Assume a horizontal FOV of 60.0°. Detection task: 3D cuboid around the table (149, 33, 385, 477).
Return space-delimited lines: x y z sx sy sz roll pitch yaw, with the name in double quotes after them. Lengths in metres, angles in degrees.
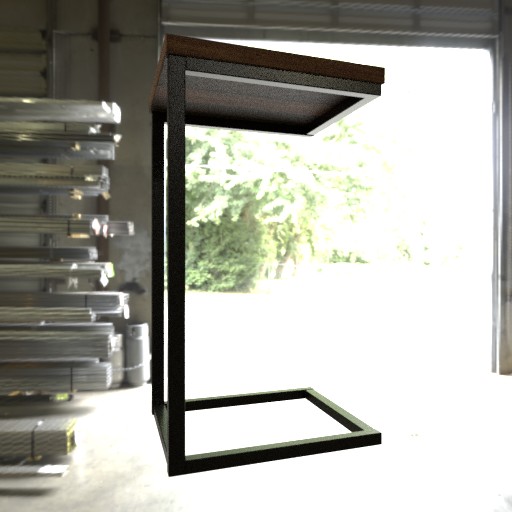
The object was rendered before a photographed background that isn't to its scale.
0.000 0.000 0.931 0.414 0.718 0.323 0 0 -18 "table"
